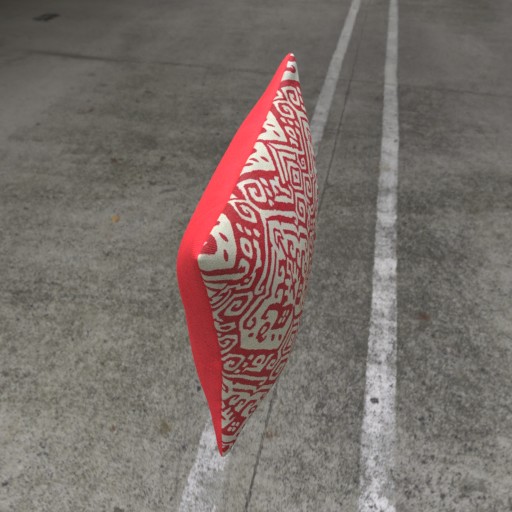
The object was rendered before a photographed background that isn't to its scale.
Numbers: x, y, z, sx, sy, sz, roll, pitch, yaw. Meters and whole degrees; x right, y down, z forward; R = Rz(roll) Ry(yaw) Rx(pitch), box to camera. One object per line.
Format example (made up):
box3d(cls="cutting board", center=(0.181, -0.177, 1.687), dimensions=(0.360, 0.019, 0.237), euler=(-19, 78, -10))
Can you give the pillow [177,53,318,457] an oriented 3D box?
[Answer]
box3d(cls="pillow", center=(0.000, 0.000, 0.783), dimensions=(0.192, 0.507, 0.522), euler=(10, 46, 9))
